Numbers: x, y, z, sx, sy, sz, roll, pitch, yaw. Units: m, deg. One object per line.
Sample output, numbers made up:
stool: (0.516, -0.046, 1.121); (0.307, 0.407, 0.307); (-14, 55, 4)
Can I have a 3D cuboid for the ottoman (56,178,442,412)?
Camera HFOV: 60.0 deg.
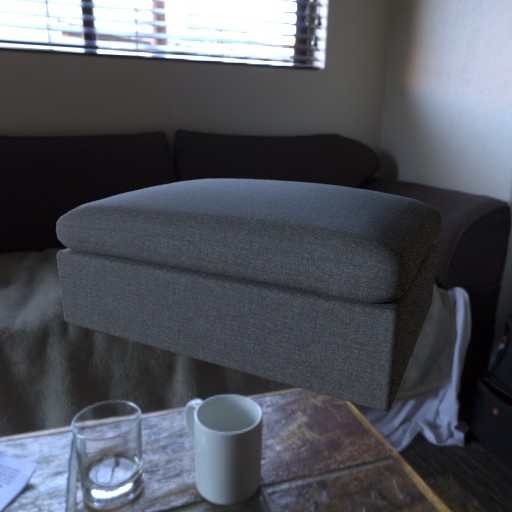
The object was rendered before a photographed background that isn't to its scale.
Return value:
ottoman: (0.000, 0.000, 1.441); (1.041, 0.483, 0.711); (8, 18, 27)
